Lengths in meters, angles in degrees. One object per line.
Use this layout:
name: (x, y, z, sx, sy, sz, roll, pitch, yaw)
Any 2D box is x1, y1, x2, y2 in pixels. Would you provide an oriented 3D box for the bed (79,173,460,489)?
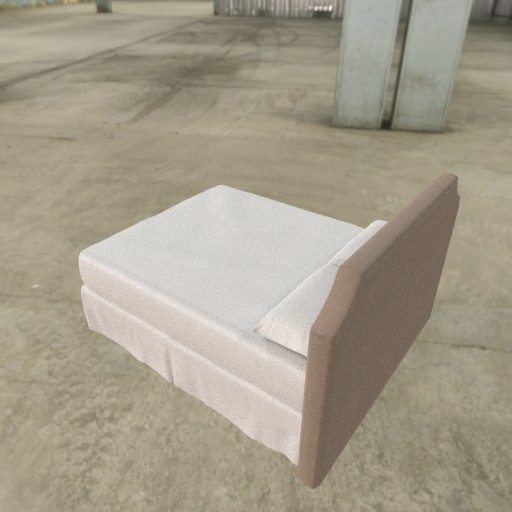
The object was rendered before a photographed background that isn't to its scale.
bed: (0.000, 0.000, 3.181, 2.164, 1.303, 1.828, 22, 38, 31)
